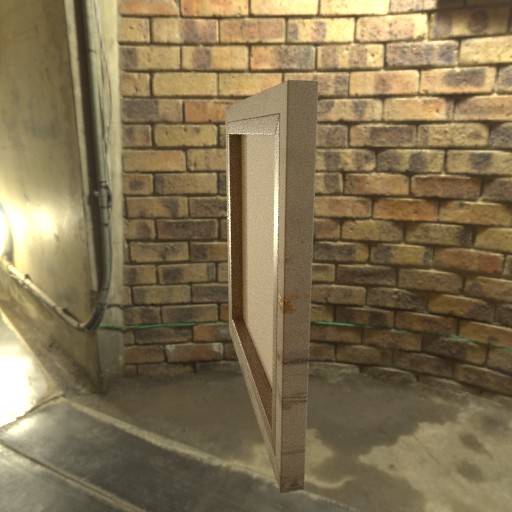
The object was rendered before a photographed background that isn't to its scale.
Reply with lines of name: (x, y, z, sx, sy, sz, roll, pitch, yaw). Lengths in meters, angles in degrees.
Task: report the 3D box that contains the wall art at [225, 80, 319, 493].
wall art: (0.000, 0.000, 0.912, 0.040, 0.613, 0.611, -3, 16, -11)
